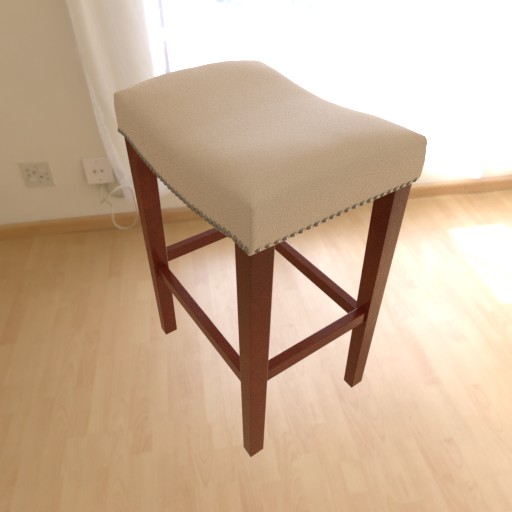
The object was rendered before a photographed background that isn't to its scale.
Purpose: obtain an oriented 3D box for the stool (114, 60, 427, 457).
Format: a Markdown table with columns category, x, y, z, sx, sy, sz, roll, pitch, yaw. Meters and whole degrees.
| category | x | y | z | sx | sy | sz | roll | pitch | yaw |
| --- | --- | --- | --- | --- | --- | --- | --- | --- | --- |
| stool | 0.000 | 0.000 | 1.032 | 0.372 | 0.742 | 0.504 | -24 | 46 | -26 |
